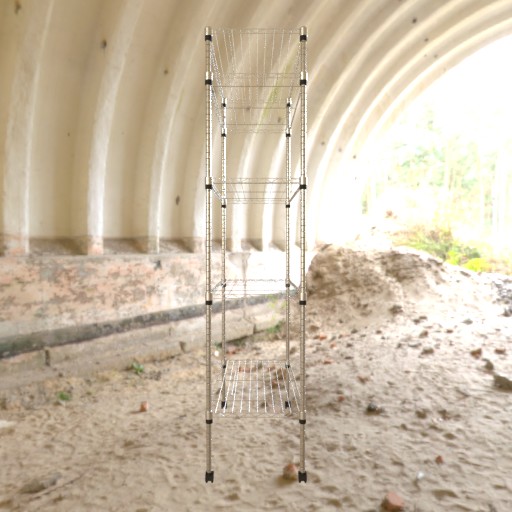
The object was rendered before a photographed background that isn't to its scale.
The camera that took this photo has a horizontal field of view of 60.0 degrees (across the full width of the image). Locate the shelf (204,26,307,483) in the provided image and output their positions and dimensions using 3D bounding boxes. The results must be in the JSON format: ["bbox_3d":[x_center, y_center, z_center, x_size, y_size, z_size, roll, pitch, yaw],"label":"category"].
[{"bbox_3d":[0.000,0.000,1.909,0.356,1.587,0.762,0,1,0],"label":"shelf"}]
